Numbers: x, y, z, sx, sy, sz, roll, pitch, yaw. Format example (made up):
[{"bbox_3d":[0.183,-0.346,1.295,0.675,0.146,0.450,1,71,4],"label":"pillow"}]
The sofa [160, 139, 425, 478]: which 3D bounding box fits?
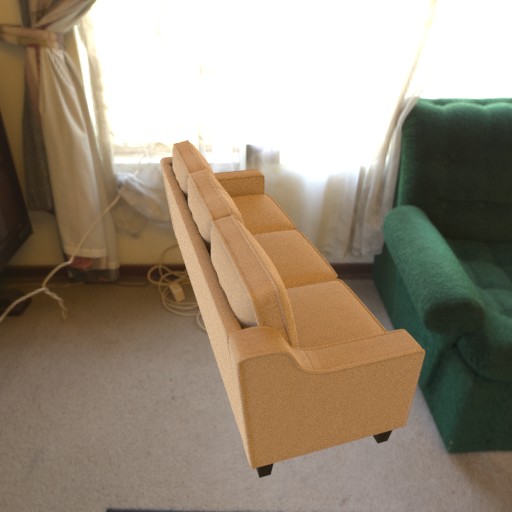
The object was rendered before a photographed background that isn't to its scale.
[{"bbox_3d":[0.000,0.000,2.543,0.791,0.902,2.131,-9,32,-15],"label":"sofa"}]
